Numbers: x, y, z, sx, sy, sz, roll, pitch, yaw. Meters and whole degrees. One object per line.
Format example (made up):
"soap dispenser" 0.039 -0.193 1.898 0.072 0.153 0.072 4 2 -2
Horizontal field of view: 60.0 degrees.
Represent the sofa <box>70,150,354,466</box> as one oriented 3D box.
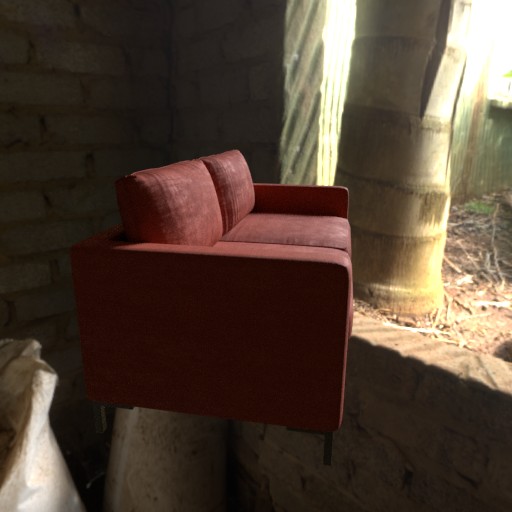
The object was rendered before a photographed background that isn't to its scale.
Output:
"sofa" 0.000 0.000 2.041 0.864 0.896 1.574 3 16 11
